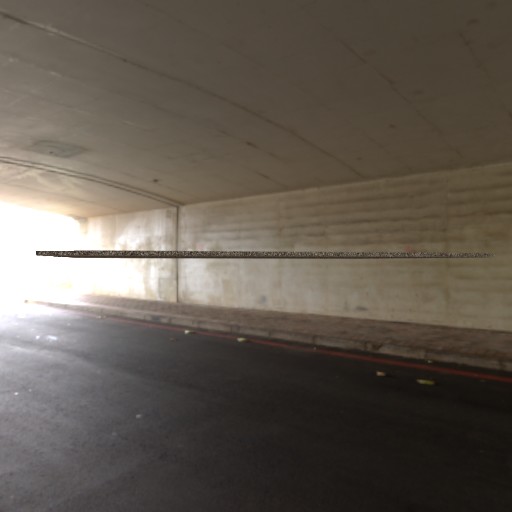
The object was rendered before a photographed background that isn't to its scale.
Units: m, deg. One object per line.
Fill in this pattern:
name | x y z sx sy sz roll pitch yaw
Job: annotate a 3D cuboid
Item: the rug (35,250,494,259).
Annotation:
rug | 0.000 0.000 2.844 2.350 0.025 1.502 0 -1 -18
